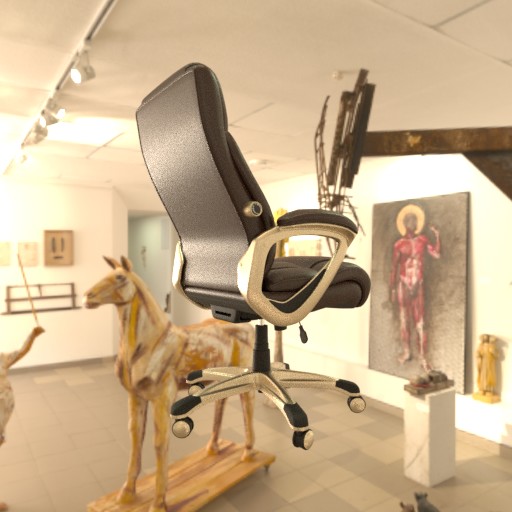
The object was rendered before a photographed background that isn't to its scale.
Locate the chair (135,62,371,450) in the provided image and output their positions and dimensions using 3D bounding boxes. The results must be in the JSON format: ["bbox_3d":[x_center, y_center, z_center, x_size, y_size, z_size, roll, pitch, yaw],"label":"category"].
[{"bbox_3d":[0.000,0.000,1.661,0.749,1.194,0.692,0,1,-35],"label":"chair"}]
